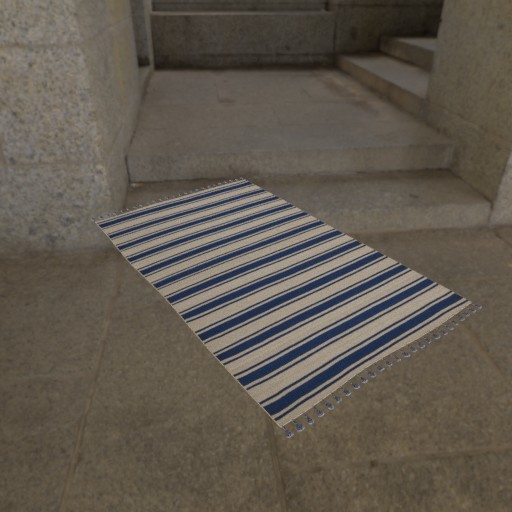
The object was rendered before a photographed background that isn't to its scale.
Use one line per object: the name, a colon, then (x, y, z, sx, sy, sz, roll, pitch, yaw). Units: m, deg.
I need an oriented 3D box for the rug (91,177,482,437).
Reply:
rug: (0.000, 0.000, 2.589, 1.248, 0.009, 2.108, -21, 38, -30)
